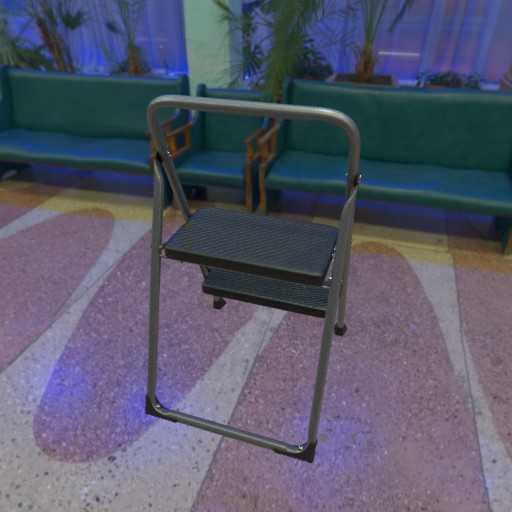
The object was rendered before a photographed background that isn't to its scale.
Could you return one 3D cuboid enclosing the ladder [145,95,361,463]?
[{"bbox_3d":[0.000,0.000,1.013,0.430,0.720,0.472,10,35,15],"label":"ladder"}]
